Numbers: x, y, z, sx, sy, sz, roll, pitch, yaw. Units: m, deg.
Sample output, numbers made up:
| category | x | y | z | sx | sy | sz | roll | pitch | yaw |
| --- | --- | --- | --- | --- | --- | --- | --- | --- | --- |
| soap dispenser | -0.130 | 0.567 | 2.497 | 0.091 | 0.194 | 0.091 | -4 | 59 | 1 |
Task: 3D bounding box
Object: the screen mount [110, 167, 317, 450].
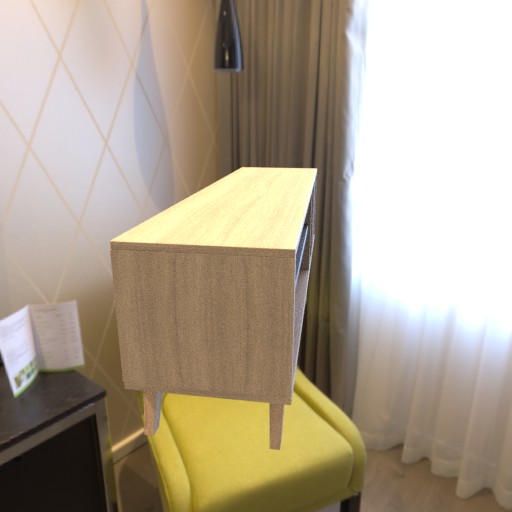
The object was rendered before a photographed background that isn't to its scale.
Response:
| category | x | y | z | sx | sy | sz | roll | pitch | yaw |
| --- | --- | --- | --- | --- | --- | --- | --- | --- | --- |
| screen mount | 0.000 | 0.000 | 1.697 | 0.401 | 0.509 | 1.500 | 3 | 17 | 9 |
